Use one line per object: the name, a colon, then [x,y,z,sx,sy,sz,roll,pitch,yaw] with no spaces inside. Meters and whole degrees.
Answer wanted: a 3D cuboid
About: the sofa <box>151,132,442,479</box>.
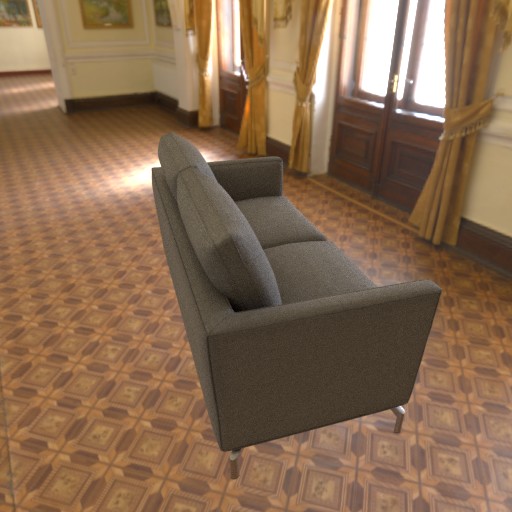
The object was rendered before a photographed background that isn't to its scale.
sofa: [0.000,0.000,2.101,0.803,0.924,1.594,-9,30,-15]
